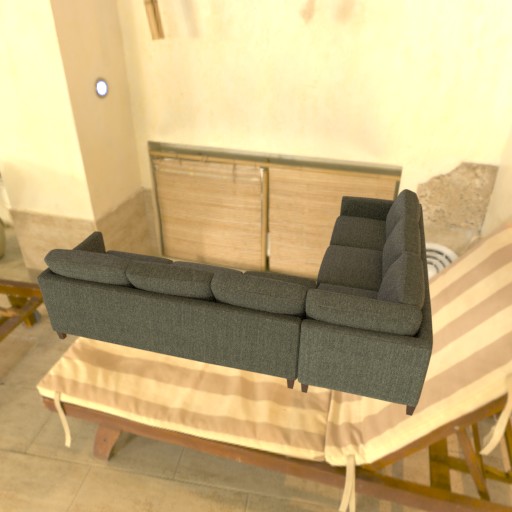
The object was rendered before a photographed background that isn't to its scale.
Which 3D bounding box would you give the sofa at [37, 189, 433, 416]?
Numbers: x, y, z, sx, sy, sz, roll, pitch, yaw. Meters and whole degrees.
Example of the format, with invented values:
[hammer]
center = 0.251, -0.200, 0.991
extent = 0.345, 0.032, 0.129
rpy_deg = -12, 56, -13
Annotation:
[sofa]
center = 0.000, 0.000, 4.607
extent = 3.302, 0.947, 2.593
rpy_deg = 8, 32, 14
